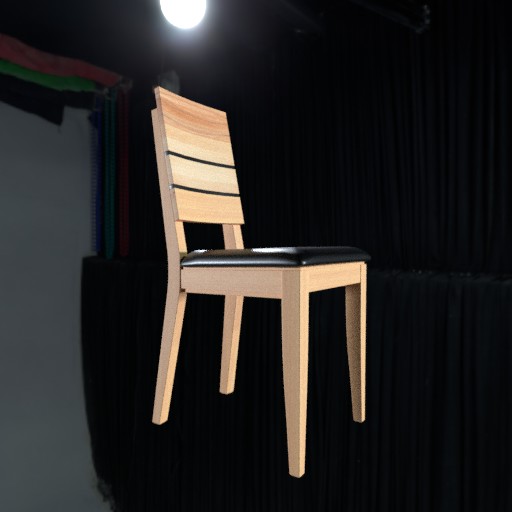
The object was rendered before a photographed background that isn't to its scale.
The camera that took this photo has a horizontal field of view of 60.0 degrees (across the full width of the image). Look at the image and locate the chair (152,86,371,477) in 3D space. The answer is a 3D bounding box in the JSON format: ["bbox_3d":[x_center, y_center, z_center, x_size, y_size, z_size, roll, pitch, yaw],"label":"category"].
[{"bbox_3d":[0.000,0.000,1.234,0.520,0.940,0.410,1,2,35],"label":"chair"}]
